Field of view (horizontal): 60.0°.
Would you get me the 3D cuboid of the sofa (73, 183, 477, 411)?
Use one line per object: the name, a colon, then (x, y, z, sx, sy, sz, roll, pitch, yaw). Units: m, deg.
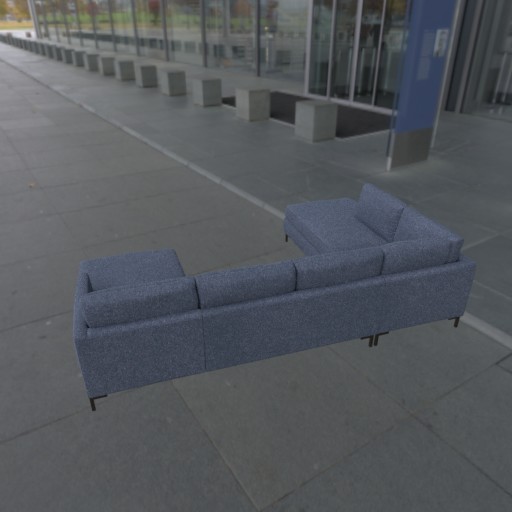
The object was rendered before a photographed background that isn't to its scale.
sofa: (0.000, 0.000, 3.897, 2.956, 0.813, 2.007, -9, 29, -16)
